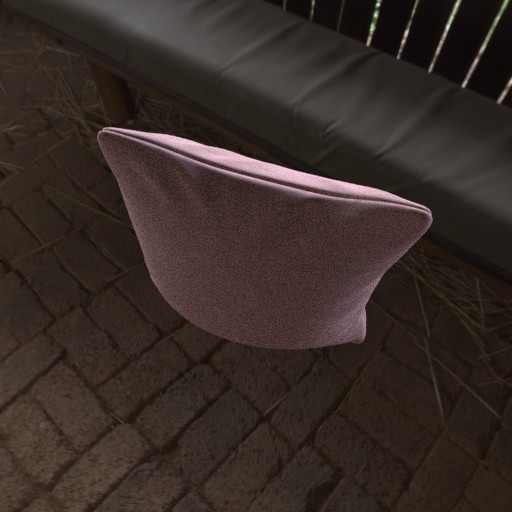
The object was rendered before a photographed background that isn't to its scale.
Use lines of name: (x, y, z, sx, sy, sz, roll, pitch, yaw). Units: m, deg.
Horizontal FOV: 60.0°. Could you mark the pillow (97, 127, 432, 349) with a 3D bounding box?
pillow: (0.000, 0.000, 0.709, 0.432, 0.415, 0.246, 16, 61, 9)
